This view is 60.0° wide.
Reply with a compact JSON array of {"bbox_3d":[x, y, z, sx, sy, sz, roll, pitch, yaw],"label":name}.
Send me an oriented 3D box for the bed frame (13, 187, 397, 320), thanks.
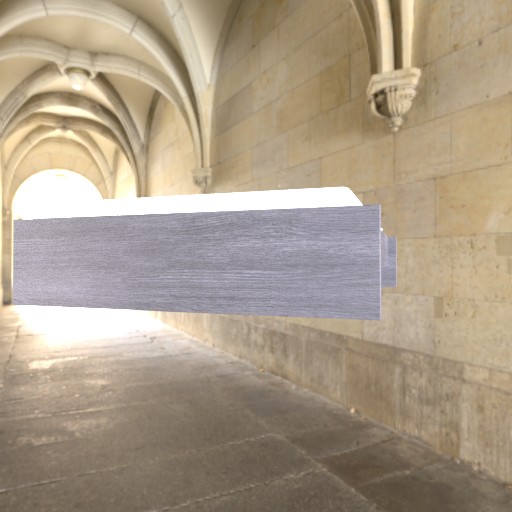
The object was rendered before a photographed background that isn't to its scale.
[{"bbox_3d":[0.000,0.000,2.542,1.490,0.432,1.950,0,-1,19],"label":"bed frame"}]
